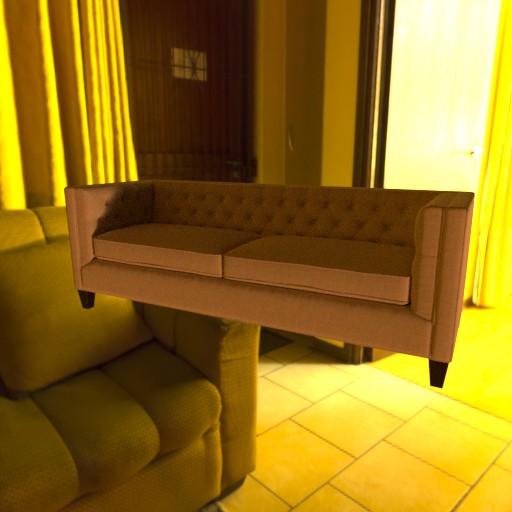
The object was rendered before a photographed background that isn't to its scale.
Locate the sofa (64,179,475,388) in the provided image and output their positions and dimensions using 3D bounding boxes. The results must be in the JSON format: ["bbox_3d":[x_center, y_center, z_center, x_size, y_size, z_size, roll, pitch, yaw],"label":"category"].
[{"bbox_3d":[0.000,0.000,2.527,2.159,0.762,0.775,7,15,27],"label":"sofa"}]
